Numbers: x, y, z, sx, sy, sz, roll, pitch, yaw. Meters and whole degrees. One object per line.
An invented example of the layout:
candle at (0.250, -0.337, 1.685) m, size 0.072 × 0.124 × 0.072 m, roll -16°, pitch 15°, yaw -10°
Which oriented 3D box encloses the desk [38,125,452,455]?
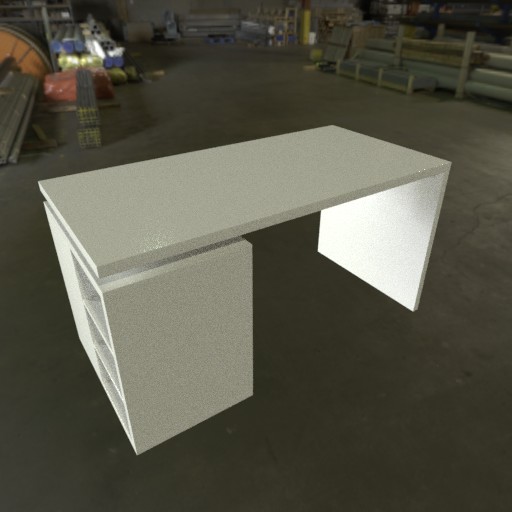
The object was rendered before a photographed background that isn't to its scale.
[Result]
desk at (0.000, 0.000, 1.851) m, size 1.400 × 0.740 × 0.690 m, roll -19°, pitch 36°, yaw -29°
